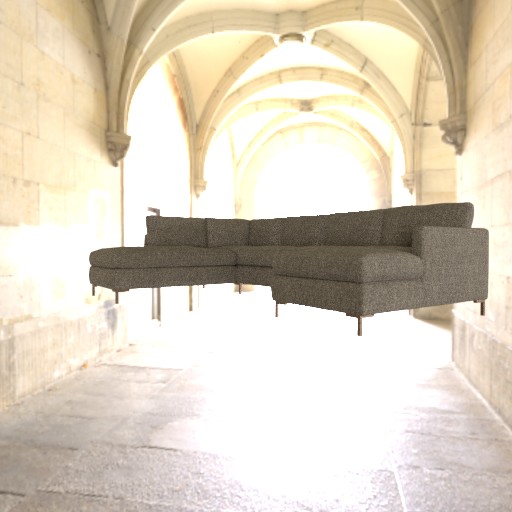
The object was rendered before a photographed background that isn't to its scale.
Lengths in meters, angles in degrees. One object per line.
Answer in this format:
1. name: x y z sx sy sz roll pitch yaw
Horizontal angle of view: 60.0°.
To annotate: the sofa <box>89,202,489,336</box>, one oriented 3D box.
1. sofa: 0.000 0.000 3.469 1.879 0.756 2.737 -1 2 -35
